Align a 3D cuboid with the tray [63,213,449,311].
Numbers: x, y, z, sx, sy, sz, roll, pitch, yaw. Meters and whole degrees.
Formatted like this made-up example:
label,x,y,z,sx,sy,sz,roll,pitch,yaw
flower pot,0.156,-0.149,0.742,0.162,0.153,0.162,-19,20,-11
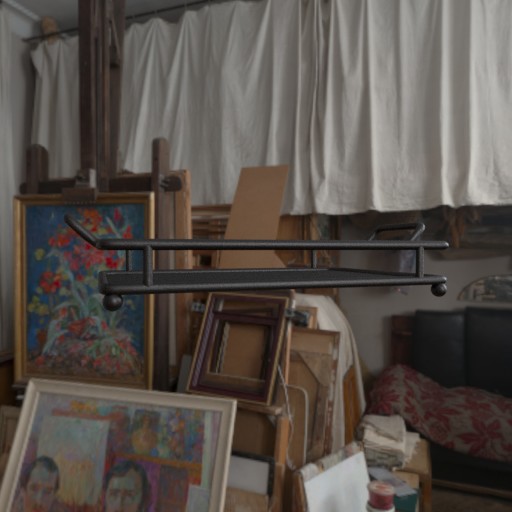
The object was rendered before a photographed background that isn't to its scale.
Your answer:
label,x,y,z,sx,sy,sz,roll,pitch,yaw
tray,0.000,0.000,0.626,0.495,0.101,0.297,0,1,-20
